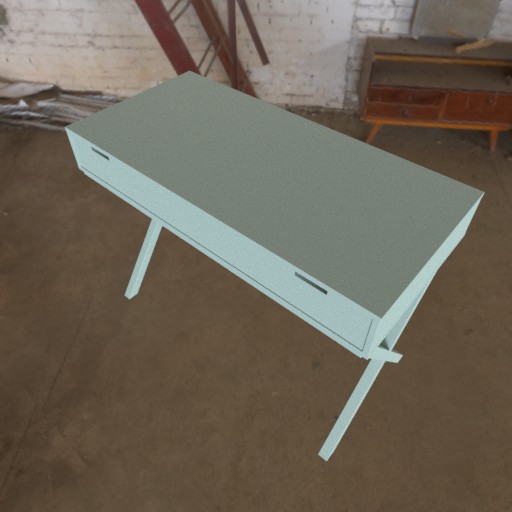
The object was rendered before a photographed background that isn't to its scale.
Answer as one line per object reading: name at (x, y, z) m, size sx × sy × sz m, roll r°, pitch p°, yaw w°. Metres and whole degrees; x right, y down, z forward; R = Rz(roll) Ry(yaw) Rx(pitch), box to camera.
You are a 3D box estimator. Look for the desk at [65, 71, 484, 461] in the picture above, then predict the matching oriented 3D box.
desk at (0.000, 0.000, 1.484) m, size 1.059 × 0.780 × 0.509 m, roll 32°, pitch 54°, yaw 27°
